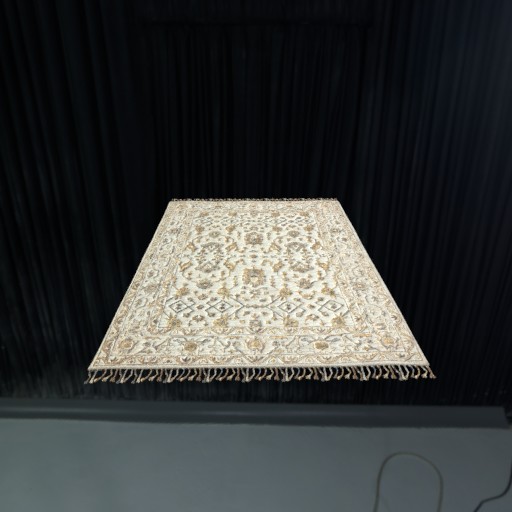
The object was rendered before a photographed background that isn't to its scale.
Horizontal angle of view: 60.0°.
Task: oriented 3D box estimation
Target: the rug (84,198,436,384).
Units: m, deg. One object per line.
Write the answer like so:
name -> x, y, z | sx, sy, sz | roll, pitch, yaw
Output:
rug -> 0.000, 0.000, 2.989 | 1.529, 0.027, 2.434 | 0, 26, -1
